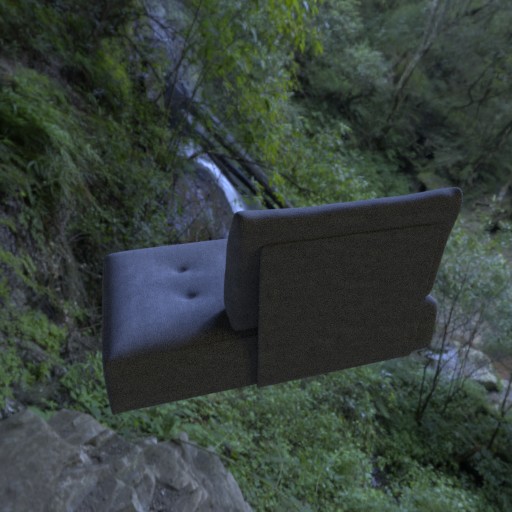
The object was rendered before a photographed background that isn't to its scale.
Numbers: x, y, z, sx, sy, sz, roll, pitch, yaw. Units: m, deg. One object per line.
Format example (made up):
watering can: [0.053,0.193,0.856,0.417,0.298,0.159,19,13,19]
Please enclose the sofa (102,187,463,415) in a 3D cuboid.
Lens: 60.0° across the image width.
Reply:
sofa: [0.000,0.000,2.094,1.450,0.820,1.002,-8,27,-15]
